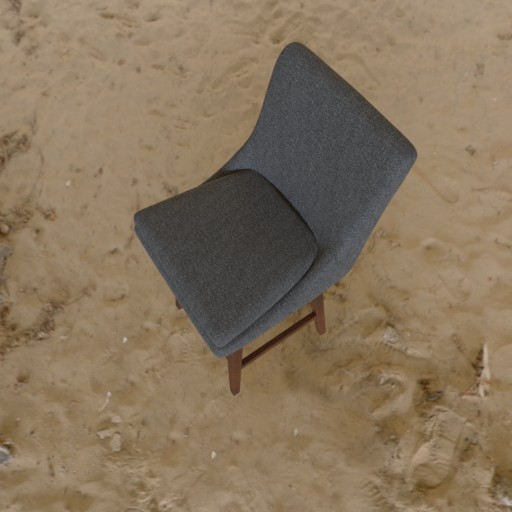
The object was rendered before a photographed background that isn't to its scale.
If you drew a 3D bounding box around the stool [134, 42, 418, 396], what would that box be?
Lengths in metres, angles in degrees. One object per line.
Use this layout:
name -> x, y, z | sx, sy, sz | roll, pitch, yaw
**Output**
stool -> 0.000, 0.000, 1.406 | 0.572, 1.068, 0.489 | -31, 67, -15
